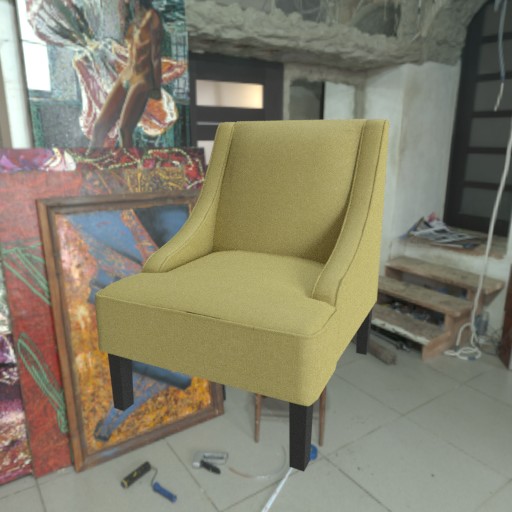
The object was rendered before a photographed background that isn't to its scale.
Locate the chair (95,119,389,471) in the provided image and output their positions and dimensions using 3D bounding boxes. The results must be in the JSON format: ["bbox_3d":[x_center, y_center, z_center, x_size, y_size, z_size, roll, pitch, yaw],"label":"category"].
[{"bbox_3d":[0.000,0.000,1.484,0.696,0.896,0.814,7,16,25],"label":"chair"}]
